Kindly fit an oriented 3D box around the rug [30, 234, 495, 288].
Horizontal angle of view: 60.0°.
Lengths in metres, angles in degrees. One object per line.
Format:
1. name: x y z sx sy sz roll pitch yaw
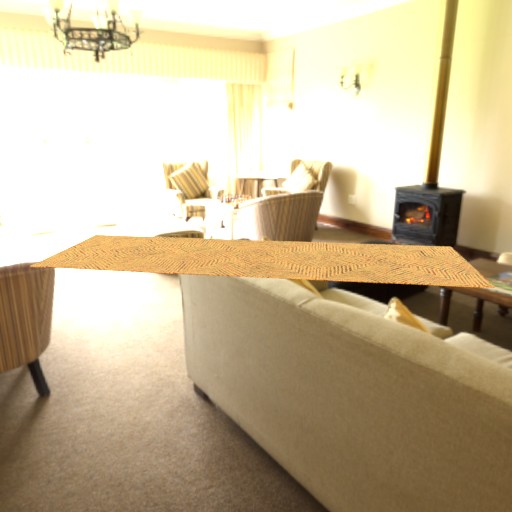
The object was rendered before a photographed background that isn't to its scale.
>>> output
1. rug: 0.000 0.000 2.663 2.443 0.009 0.771 2 16 8
